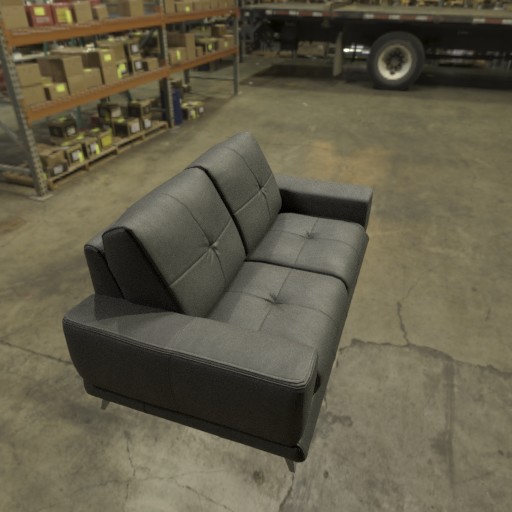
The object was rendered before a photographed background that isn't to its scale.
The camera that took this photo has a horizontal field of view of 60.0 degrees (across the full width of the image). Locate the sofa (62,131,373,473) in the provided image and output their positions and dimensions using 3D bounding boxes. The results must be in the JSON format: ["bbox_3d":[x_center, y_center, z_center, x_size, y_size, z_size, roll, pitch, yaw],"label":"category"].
[{"bbox_3d":[0.000,0.000,2.326,1.018,0.907,1.806,11,34,17],"label":"sofa"}]
